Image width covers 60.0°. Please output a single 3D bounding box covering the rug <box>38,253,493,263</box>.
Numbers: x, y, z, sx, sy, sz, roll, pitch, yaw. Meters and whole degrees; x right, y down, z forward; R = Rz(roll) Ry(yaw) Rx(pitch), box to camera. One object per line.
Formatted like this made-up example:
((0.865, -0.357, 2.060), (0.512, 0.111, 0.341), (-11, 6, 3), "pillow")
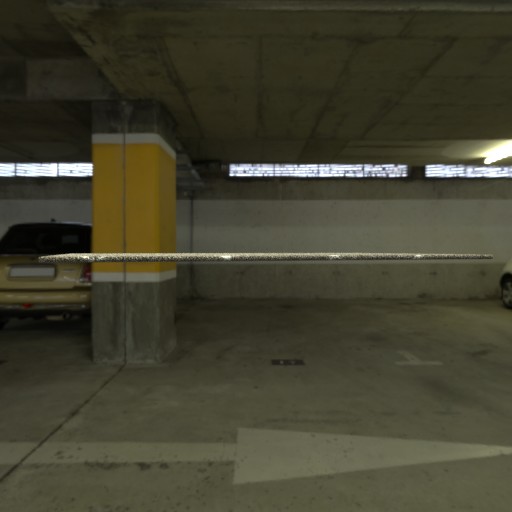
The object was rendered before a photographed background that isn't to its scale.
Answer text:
((0.000, 0.000, 3.344), (2.743, 0.030, 1.778), (0, 1, -18), "rug")
